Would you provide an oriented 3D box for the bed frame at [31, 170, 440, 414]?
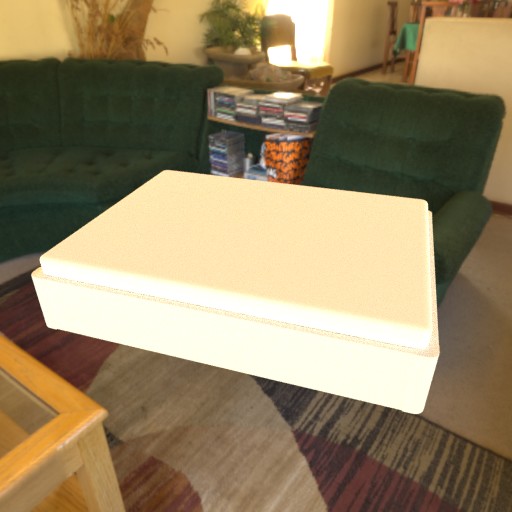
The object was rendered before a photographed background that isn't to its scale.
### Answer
[{"bbox_3d":[0.000,0.000,2.548,1.900,0.406,1.400,9,32,15],"label":"bed frame"}]
